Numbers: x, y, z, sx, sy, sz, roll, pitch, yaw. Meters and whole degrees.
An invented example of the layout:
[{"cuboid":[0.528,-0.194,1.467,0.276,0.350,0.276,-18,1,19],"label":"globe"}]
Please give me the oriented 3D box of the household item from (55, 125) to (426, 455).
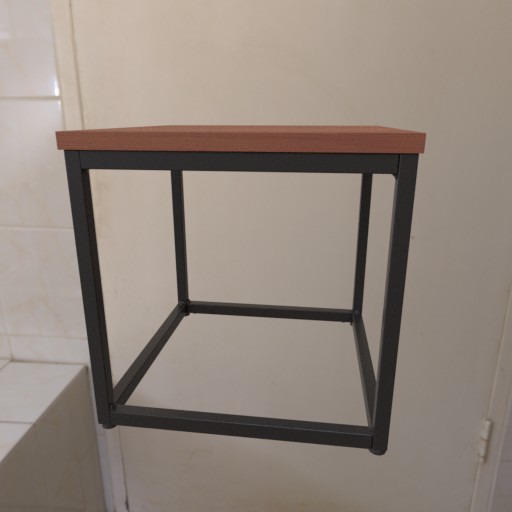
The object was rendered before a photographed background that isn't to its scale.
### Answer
[{"cuboid":[0.000,0.000,0.720,0.400,0.400,0.400,2,18,7],"label":"household item"}]
